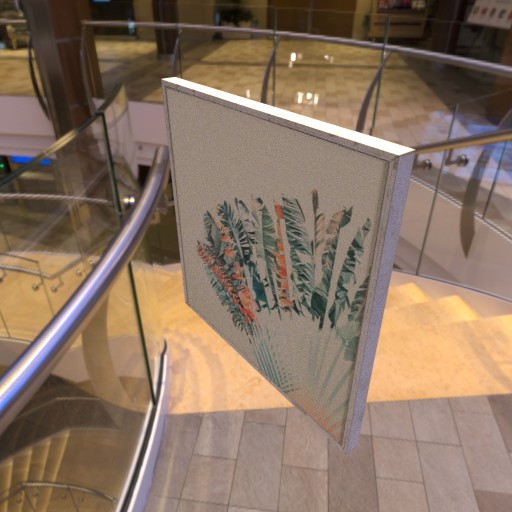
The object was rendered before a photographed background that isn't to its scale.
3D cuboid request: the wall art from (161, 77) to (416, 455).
[{"bbox_3d":[0.000,0.000,0.764,0.029,0.506,0.508,-23,39,-32],"label":"wall art"}]
